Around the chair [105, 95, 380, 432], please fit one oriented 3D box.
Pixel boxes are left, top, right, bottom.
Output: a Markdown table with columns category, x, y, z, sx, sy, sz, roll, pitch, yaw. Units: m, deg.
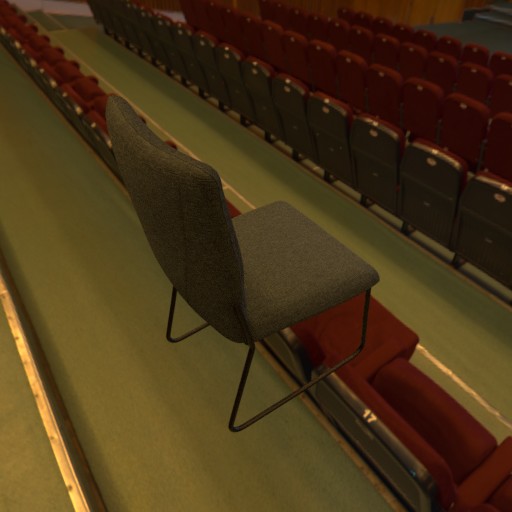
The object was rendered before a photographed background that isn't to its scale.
| category | x | y | z | sx | sy | sz | roll | pitch | yaw |
| --- | --- | --- | --- | --- | --- | --- | --- | --- | --- |
| chair | 0.000 | 0.000 | 1.284 | 0.635 | 0.931 | 0.480 | -25 | 47 | -26 |
